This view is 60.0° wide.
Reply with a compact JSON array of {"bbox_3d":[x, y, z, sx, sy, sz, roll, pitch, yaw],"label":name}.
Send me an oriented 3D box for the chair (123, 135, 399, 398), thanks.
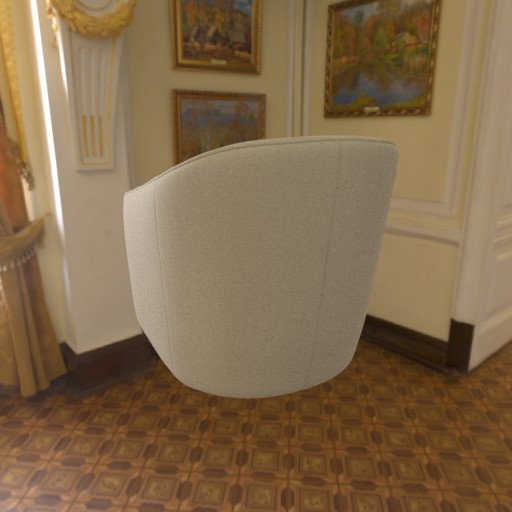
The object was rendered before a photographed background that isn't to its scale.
[{"bbox_3d":[0.000,0.000,1.504,0.747,0.799,0.875,-8,18,-26],"label":"chair"}]
